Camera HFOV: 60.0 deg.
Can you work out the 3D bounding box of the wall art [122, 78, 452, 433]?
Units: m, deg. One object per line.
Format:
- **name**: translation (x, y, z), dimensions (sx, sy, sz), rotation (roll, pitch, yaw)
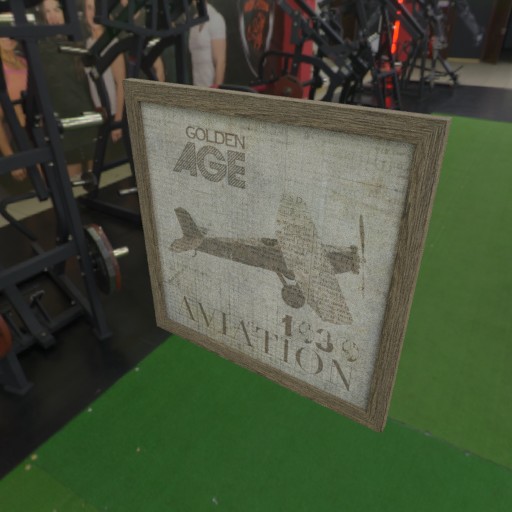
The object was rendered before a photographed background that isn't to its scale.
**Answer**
- **wall art**: translation (0.000, 0.000, 0.732), dimensions (0.508, 0.508, 0.019), rotation (18, 35, 28)
